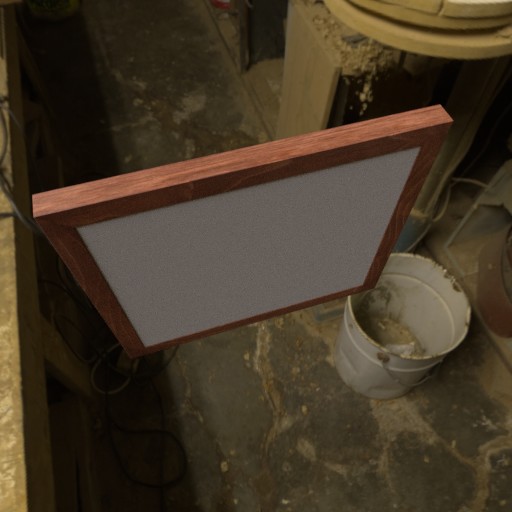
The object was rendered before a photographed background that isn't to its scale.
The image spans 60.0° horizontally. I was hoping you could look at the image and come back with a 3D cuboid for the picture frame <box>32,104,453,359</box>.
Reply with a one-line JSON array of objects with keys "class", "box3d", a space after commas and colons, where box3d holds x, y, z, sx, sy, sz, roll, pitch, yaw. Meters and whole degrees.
[{"class": "picture frame", "box3d": [0.000, 0.000, 0.531, 0.381, 0.330, 0.025, -15, 59, -9]}]
